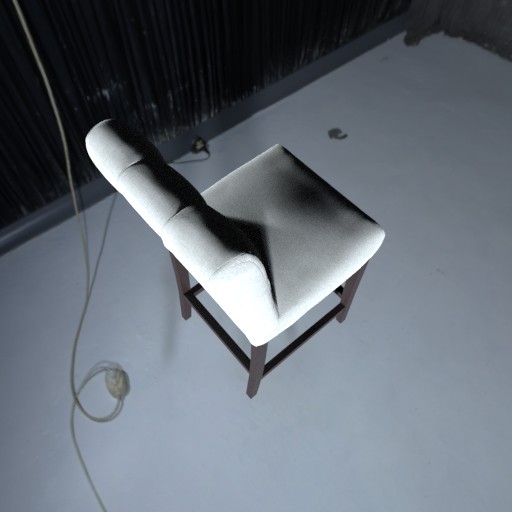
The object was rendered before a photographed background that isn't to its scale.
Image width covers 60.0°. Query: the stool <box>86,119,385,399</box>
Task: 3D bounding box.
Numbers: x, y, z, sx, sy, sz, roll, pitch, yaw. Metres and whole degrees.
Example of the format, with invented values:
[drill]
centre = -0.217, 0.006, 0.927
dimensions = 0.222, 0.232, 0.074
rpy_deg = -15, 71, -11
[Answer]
[stool]
centre = 0.000, 0.000, 1.366
dimensions = 0.601, 1.040, 0.493
rpy_deg = -36, 65, -20
